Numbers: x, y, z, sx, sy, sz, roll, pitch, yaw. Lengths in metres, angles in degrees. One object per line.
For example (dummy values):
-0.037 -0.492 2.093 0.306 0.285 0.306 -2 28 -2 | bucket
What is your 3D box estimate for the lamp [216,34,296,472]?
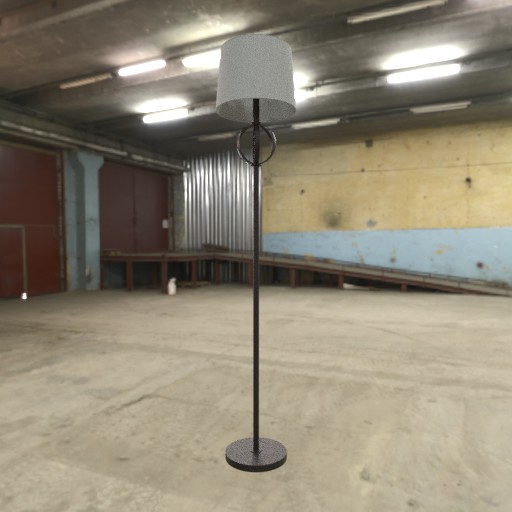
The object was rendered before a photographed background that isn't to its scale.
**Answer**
0.000 0.000 1.596 0.286 1.462 0.286 -1 2 -36 | lamp
